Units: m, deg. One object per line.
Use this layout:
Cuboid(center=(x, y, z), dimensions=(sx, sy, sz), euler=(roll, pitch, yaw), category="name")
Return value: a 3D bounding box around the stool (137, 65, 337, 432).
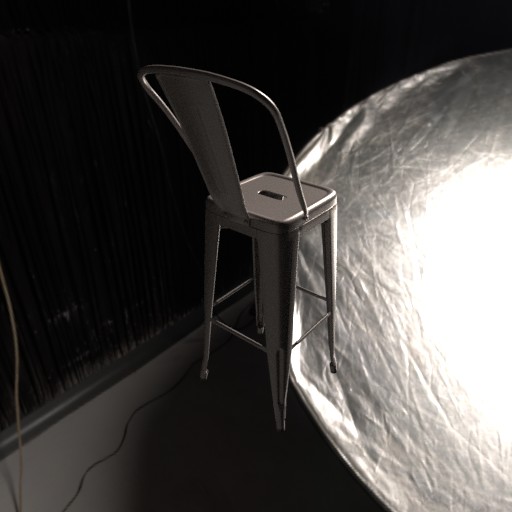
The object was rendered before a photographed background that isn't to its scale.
Cuboid(center=(0.000, 0.000, 1.325), dimensions=(0.399, 1.096, 0.513), euler=(22, 37, 33), category="stool")
